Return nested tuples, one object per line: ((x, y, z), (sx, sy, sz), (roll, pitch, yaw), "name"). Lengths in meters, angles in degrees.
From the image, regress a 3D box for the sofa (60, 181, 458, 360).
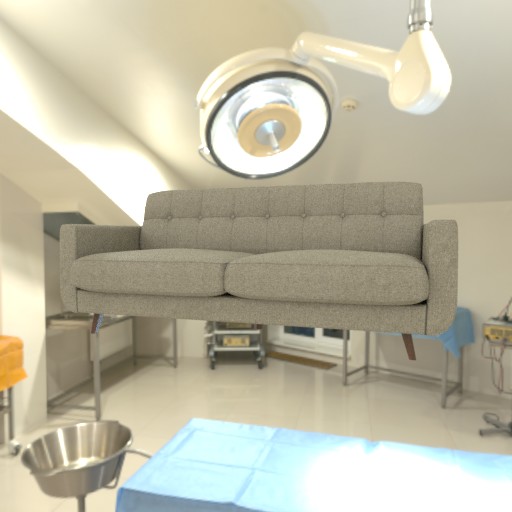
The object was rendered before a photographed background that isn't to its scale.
((0.000, 0.000, 2.560), (2.055, 0.873, 0.968), (1, 2, 19), "sofa")
